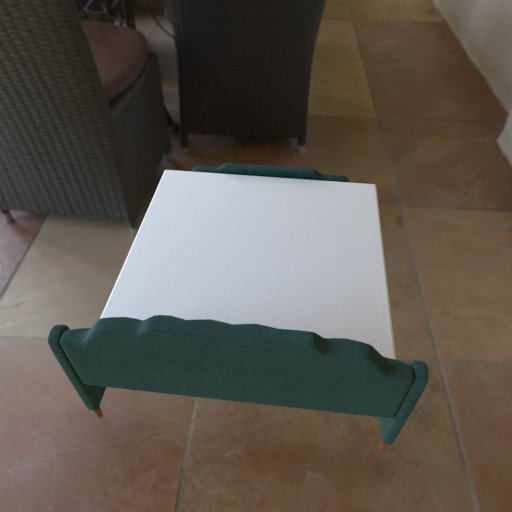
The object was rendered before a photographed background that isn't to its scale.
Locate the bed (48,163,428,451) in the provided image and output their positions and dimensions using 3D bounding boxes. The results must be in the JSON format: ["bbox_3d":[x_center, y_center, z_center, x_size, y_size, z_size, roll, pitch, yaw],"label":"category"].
[{"bbox_3d":[0.000,0.000,3.451,2.074,1.245,2.340,5,47,5],"label":"bed"}]
